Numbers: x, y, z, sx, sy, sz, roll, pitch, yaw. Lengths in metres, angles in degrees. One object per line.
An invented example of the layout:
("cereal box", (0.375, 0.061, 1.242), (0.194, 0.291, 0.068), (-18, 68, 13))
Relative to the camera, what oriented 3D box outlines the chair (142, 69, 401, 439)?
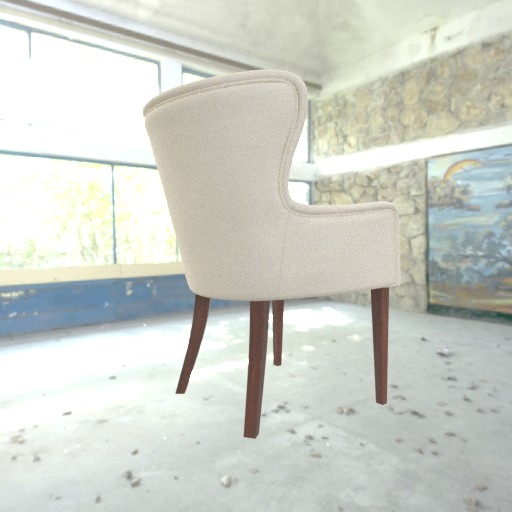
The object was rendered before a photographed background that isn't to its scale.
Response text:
("chair", (0.000, 0.000, 1.509), (0.744, 0.990, 0.696), (-2, 3, -36))
